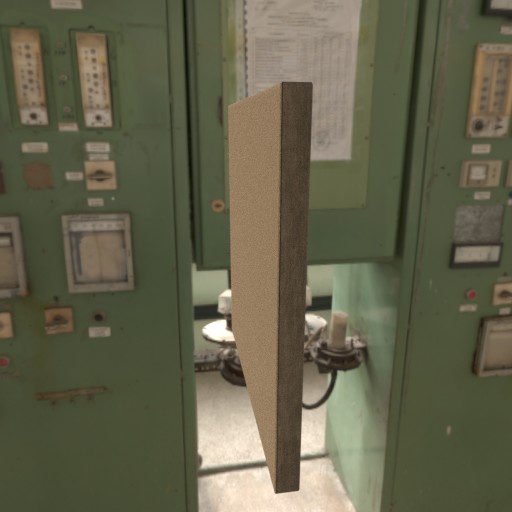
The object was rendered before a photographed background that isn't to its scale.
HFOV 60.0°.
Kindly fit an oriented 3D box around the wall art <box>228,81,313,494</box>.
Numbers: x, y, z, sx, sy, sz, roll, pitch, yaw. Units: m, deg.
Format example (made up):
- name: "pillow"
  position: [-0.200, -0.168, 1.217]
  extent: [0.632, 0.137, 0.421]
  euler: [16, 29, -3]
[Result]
- name: "wall art"
  position: [0.000, 0.000, 1.117]
  extent: [0.050, 0.751, 0.749]
  euler: [-3, 16, -9]
